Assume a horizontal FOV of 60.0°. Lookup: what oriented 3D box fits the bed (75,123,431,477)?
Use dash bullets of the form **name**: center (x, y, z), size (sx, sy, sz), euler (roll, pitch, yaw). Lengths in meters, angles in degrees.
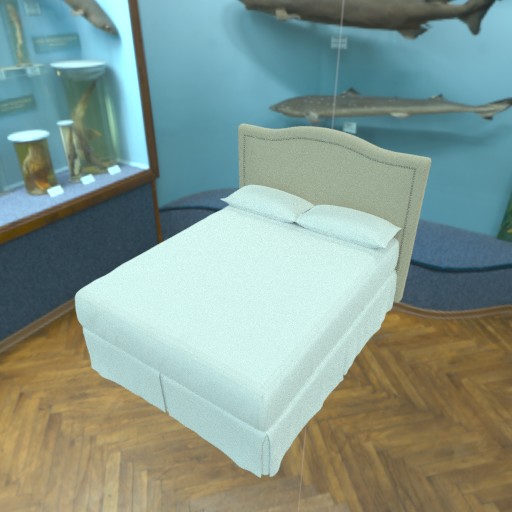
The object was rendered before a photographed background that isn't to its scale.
- **bed**: center (0.000, 0.000, 3.324), size (1.753, 1.460, 2.143), euler (20, 36, 29)
